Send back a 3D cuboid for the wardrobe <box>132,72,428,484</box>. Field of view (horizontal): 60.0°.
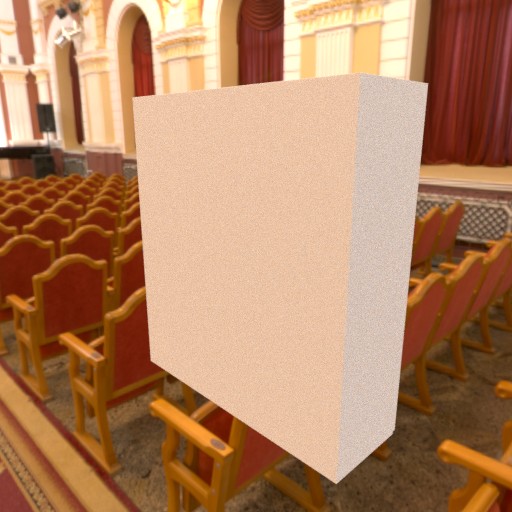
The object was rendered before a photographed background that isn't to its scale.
[{"bbox_3d":[0.000,0.000,2.896,0.600,2.020,1.830,-15,21,-42],"label":"wardrobe"}]
